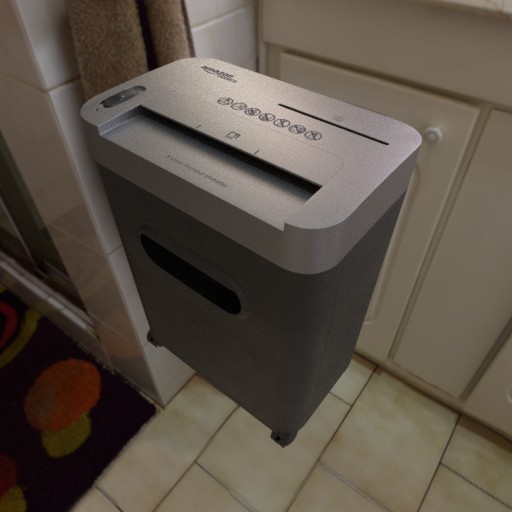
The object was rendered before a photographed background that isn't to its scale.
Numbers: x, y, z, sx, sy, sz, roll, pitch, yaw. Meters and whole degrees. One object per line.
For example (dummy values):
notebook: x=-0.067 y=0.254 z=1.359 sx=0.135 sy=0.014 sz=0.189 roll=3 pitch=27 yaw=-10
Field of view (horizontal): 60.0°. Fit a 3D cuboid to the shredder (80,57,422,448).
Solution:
shredder: x=0.000 y=0.000 z=0.593 sx=0.311 sy=0.419 sz=0.237 roll=30 pitch=52 yaw=26
